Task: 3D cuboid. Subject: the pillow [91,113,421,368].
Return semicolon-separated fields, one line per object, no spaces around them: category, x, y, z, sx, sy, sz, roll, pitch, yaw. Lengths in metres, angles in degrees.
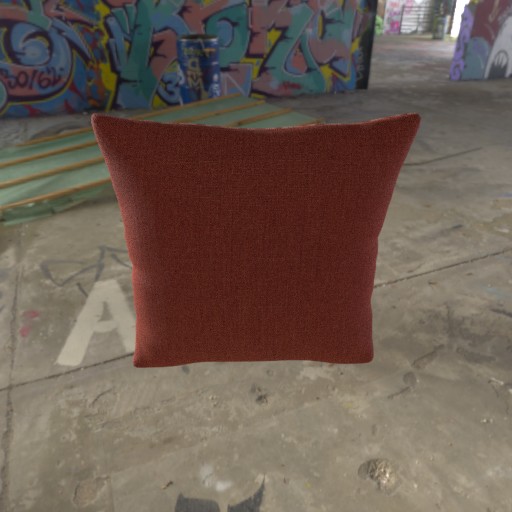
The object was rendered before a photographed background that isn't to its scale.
pillow;0.000;0.000;0.682;0.429;0.434;0.159;-2;30;-3
